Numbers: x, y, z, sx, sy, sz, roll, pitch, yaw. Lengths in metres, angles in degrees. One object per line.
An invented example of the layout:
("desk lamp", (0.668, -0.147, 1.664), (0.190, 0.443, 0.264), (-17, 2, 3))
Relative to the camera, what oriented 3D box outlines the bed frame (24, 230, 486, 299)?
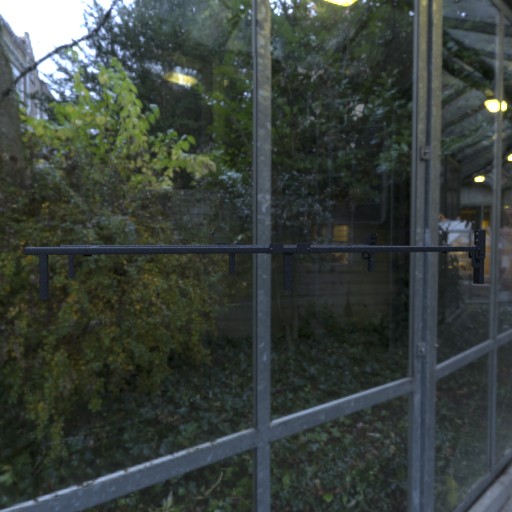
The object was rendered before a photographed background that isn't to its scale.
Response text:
("bed frame", (0.000, 0.000, 2.201), (1.897, 0.248, 0.968), (-1, 2, -17))
